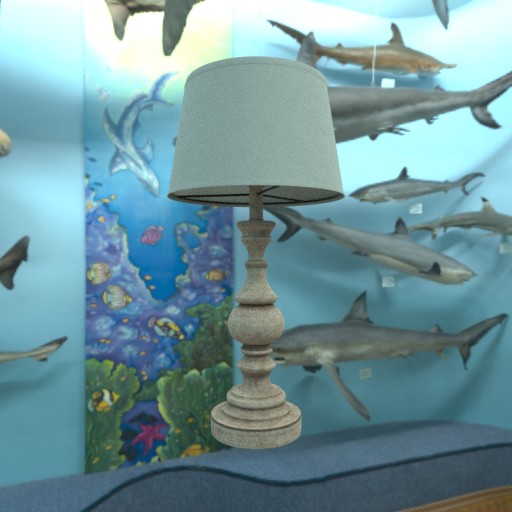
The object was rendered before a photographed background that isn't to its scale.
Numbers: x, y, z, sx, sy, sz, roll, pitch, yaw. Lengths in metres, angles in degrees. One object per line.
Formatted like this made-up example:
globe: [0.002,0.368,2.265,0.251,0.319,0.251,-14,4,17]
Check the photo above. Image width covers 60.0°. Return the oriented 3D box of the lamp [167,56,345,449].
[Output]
lamp: [0.000,0.000,0.863,0.340,0.678,0.340,0,0,0]
